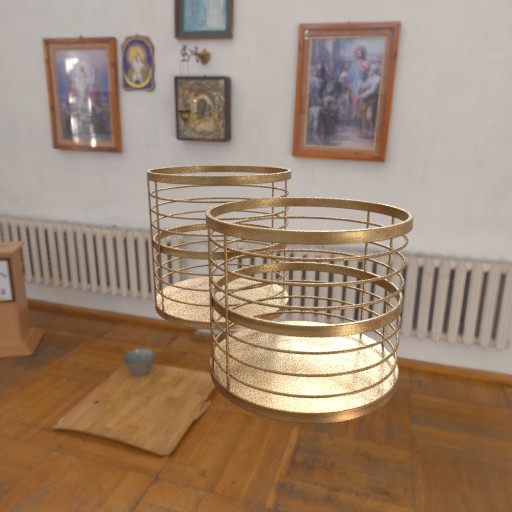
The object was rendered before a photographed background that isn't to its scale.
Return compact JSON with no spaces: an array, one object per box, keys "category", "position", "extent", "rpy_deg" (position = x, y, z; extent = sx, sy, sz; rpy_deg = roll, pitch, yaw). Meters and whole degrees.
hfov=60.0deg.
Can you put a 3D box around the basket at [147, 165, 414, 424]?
[{"category":"basket","position":[0.000,0.000,0.981],"extent":[0.356,0.351,0.746],"rpy_deg":[-8,17,-26]}]
